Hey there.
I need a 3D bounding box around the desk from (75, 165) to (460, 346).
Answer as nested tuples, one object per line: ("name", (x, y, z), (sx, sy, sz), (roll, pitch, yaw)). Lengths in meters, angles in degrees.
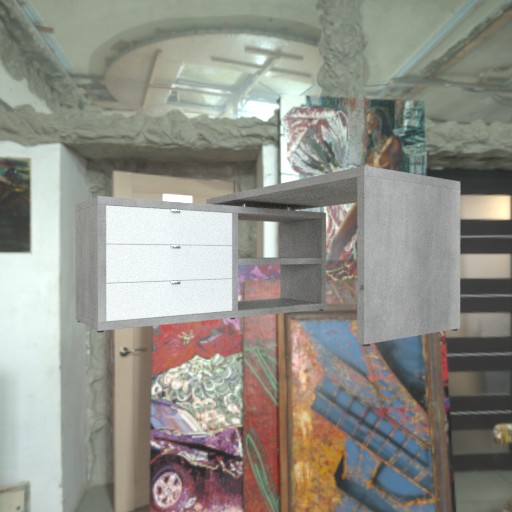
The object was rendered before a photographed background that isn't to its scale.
("desk", (0.000, 0.000, 2.349), (1.500, 0.740, 1.400), (0, 0, -35))
